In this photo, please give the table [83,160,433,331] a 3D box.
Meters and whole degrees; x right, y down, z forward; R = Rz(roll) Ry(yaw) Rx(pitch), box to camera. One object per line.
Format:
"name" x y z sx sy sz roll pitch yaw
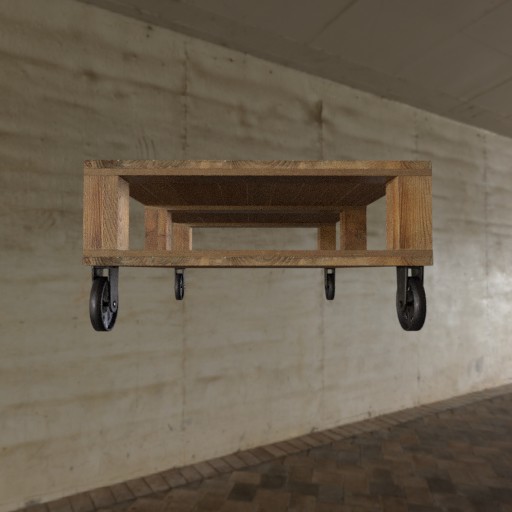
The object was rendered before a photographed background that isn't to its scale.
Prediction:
"table" 0.000 0.000 1.695 0.827 0.413 1.299 0 -2 -1
